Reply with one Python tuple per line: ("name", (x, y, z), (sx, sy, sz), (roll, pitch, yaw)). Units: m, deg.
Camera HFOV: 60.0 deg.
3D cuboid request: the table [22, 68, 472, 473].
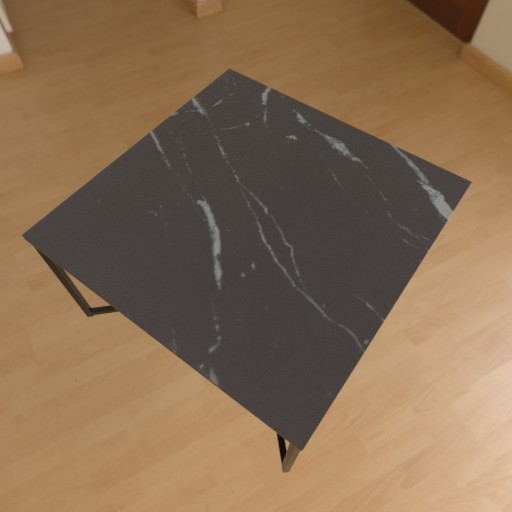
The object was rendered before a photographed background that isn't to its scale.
("table", (0.000, 0.000, 1.291), (0.800, 0.450, 0.800), (32, 63, 19))
